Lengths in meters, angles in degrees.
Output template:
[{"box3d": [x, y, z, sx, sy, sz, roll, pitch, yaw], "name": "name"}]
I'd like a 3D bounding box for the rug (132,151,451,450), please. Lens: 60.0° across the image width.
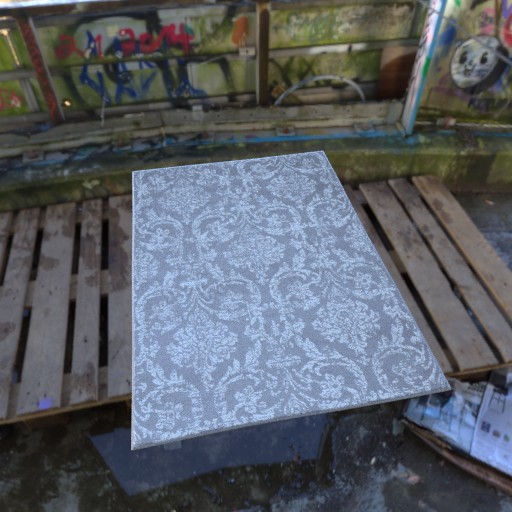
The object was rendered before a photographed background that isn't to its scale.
[{"box3d": [0.000, 0.000, 2.876, 1.578, 0.014, 2.206, -8, 46, -8], "name": "rug"}]
